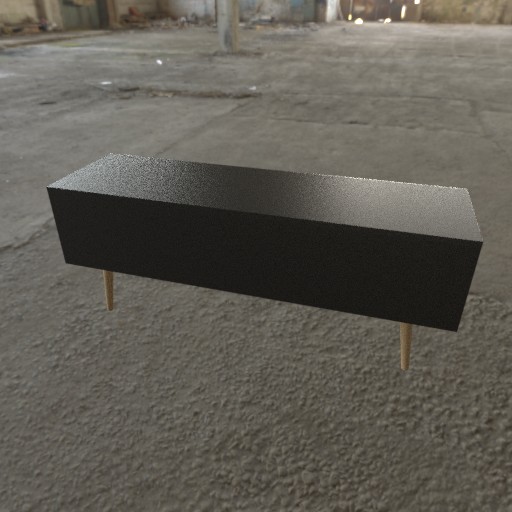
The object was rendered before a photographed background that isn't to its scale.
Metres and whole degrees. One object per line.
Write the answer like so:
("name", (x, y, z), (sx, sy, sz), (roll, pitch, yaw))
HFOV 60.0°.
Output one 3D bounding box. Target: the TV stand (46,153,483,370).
("TV stand", (0.000, 0.000, 1.569), (1.312, 0.518, 0.390), (9, 31, 15))
